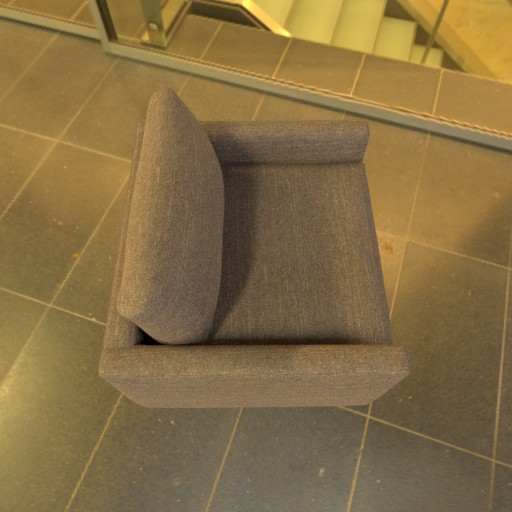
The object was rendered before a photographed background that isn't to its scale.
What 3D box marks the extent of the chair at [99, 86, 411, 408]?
[{"bbox_3d":[0.000,0.000,1.535,0.845,0.841,0.940,0,62,0],"label":"chair"}]
